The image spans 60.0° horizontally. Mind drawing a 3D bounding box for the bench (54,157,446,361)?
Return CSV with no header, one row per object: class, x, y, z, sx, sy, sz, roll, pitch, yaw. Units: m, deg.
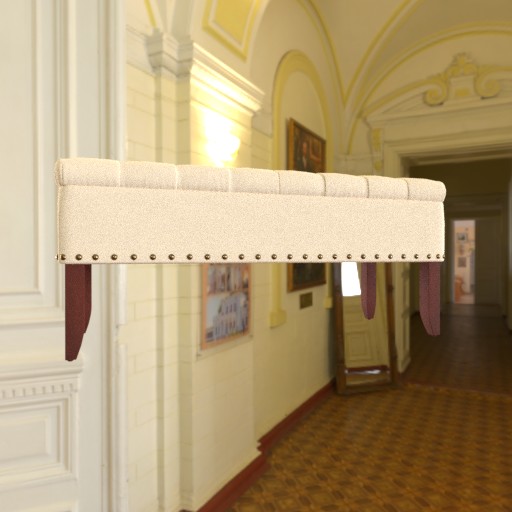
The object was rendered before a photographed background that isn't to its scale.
bench,0.000,0.000,1.308,1.054,0.470,0.400,0,0,-18
